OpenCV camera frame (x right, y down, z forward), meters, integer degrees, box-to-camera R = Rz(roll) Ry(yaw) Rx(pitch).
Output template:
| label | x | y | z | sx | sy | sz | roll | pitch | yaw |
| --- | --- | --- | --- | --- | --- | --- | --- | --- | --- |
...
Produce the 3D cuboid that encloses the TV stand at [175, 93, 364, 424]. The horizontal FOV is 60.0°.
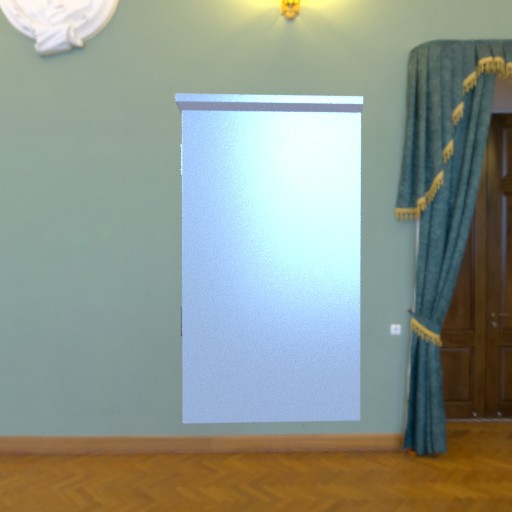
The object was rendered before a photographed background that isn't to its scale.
| label | x | y | z | sx | sy | sz | roll | pitch | yaw |
| --- | --- | --- | --- | --- | --- | --- | --- | --- | --- |
| TV stand | 0.000 | 0.000 | 1.392 | 0.344 | 0.603 | 1.167 | 0 | 1 | -3 |
